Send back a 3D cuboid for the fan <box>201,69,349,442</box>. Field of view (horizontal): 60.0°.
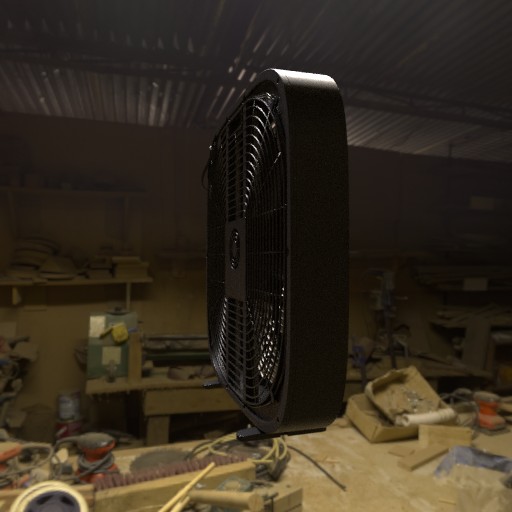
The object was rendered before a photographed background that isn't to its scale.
[{"bbox_3d":[0.000,0.000,0.787,0.142,0.533,0.526,0,0,-17],"label":"fan"}]
